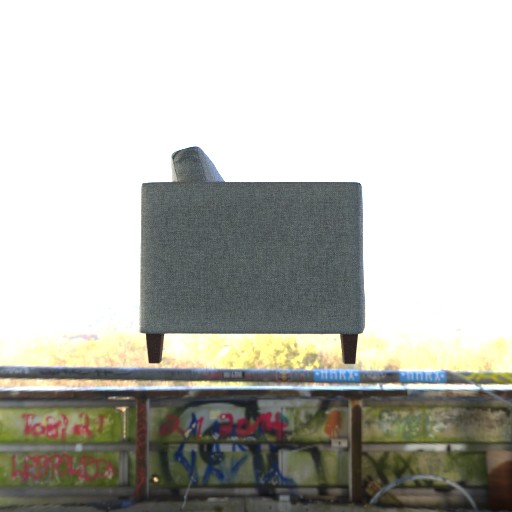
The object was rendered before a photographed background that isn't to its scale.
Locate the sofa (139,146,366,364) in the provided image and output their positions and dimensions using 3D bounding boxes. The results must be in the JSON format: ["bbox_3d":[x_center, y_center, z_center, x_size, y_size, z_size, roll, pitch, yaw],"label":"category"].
[{"bbox_3d":[0.000,0.000,2.993,0.948,0.951,2.434,0,-1,1],"label":"sofa"}]
